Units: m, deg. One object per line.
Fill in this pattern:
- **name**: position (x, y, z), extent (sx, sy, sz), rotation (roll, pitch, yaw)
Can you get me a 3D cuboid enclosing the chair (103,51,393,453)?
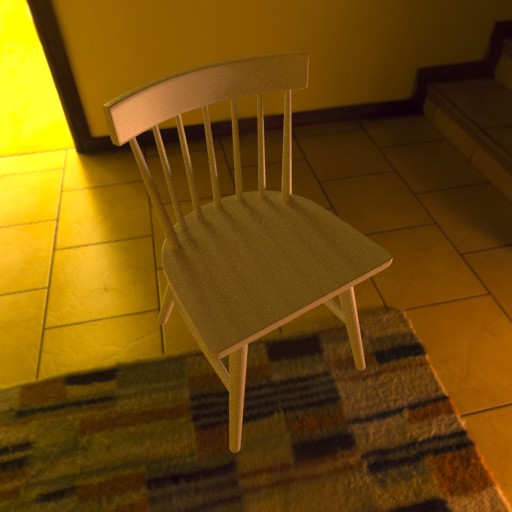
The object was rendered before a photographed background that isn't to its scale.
- **chair**: position (0.000, 0.000, 1.095), extent (0.483, 0.787, 0.500), rotation (-25, 51, -22)
